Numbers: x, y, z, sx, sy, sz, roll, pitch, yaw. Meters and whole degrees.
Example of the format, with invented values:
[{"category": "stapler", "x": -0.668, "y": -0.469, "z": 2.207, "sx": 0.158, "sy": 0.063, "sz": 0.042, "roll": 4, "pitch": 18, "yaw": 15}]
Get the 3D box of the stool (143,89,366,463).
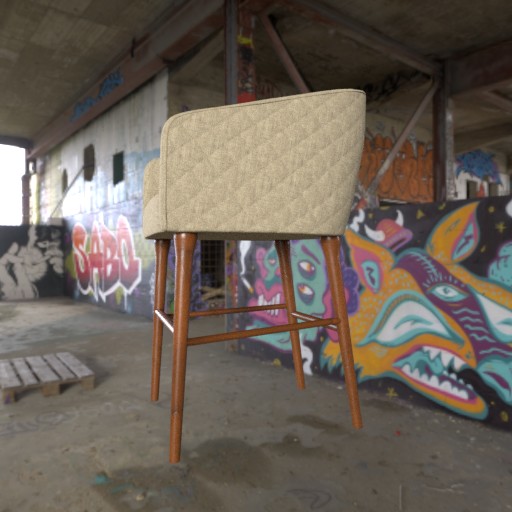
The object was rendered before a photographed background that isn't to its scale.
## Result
[{"category": "stool", "x": 0.000, "y": 0.000, "z": 1.331, "sx": 0.635, "sy": 0.952, "sz": 0.559, "roll": 0, "pitch": 0, "yaw": -19}]
